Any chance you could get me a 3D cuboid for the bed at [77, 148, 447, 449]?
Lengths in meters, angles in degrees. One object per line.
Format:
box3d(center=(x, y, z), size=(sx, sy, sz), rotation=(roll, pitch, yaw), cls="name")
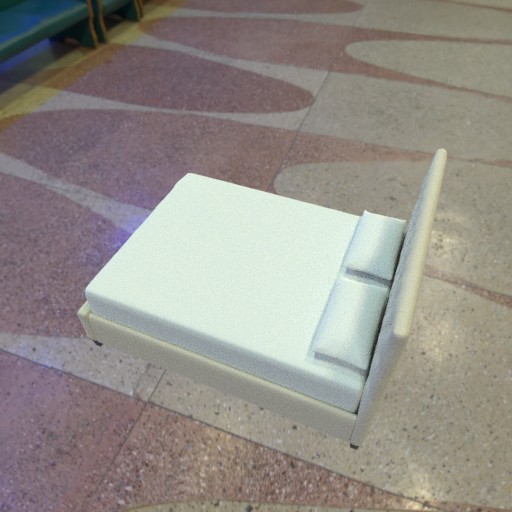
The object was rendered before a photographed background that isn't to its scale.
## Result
box3d(center=(0.000, 0.000, 3.358), size=(2.233, 1.426, 1.696), rotation=(17, 49, 15), cls="bed")
